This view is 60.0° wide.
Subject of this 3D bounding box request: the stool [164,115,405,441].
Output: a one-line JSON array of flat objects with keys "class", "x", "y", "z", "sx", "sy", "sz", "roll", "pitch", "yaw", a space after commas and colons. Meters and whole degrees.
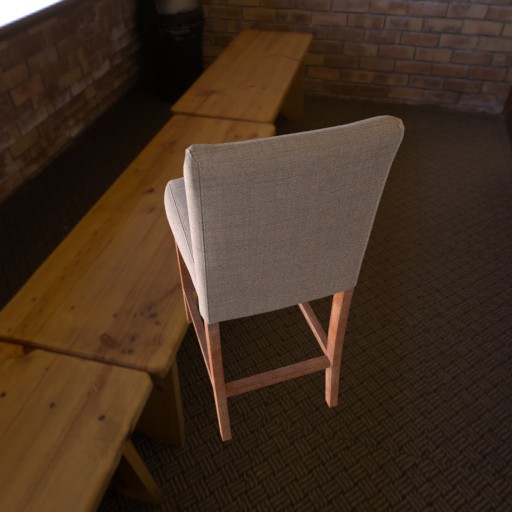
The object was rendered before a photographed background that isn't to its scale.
[{"class": "stool", "x": 0.000, "y": 0.000, "z": 1.331, "sx": 0.454, "sy": 1.039, "sz": 0.567, "roll": -12, "pitch": 44, "yaw": -13}]
